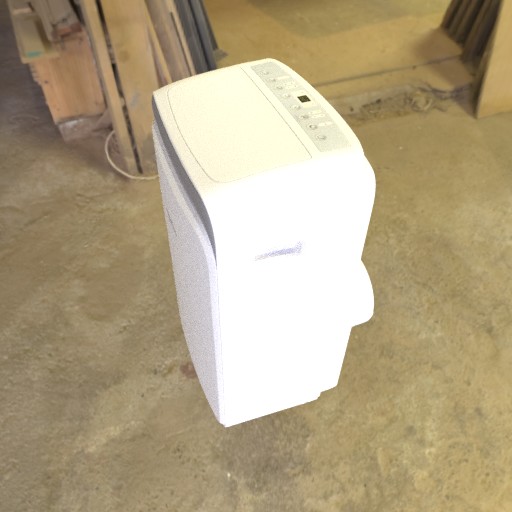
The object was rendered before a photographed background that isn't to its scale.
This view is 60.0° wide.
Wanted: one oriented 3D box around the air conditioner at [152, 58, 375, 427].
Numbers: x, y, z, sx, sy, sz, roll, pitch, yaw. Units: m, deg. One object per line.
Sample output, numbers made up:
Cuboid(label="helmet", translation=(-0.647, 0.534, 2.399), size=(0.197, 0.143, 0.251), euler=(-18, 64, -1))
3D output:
Cuboid(label="air conditioner", translation=(0.000, 0.000, 0.968), size=(0.365, 0.700, 0.454), euler=(-16, 49, -14))
